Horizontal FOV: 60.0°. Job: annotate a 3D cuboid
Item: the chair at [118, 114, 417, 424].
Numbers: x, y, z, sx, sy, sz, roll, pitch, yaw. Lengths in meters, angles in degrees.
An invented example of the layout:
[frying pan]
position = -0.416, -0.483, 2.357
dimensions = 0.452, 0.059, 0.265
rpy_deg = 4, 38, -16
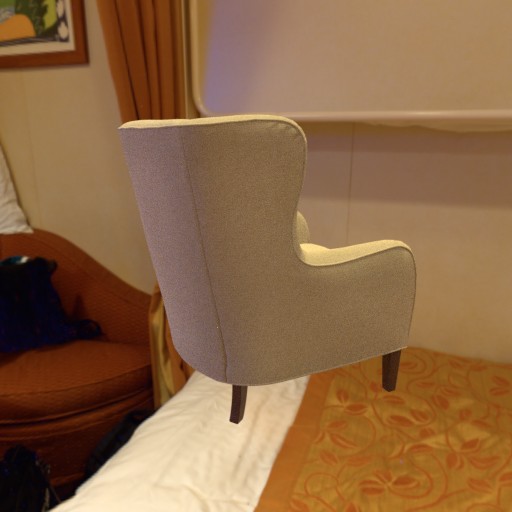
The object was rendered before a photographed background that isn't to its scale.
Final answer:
[chair]
position = 0.000, 0.000, 1.764
dimensions = 0.966, 1.040, 0.838
rpy_deg = -8, 17, -25
